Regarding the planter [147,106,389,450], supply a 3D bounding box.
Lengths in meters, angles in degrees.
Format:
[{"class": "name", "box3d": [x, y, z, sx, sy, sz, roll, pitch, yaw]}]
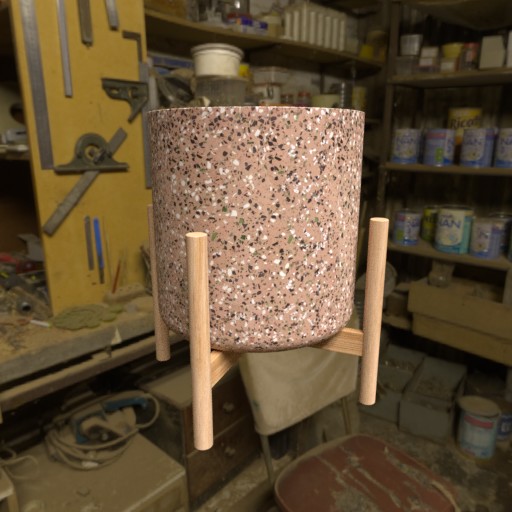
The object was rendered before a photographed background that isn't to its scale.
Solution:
[{"class": "planter", "box3d": [0.000, 0.000, 0.687, 0.360, 0.419, 0.360, 14, 20, 43]}]
